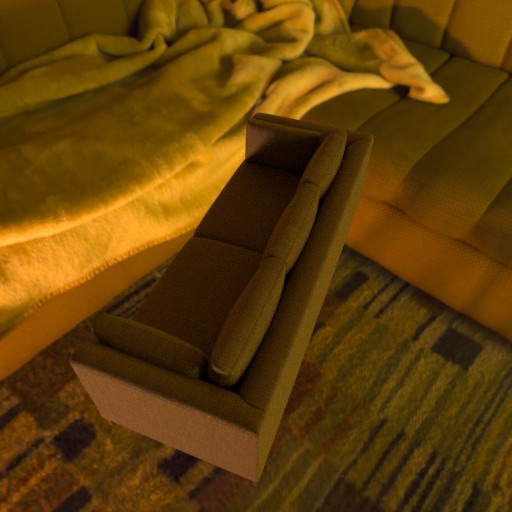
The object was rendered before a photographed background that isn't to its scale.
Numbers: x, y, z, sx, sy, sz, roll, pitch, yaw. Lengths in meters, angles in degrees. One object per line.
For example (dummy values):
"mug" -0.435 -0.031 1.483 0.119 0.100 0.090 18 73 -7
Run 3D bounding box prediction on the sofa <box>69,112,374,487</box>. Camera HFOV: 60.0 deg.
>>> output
"sofa" 0.000 0.000 2.920 0.969 0.867 2.415 16 49 14
